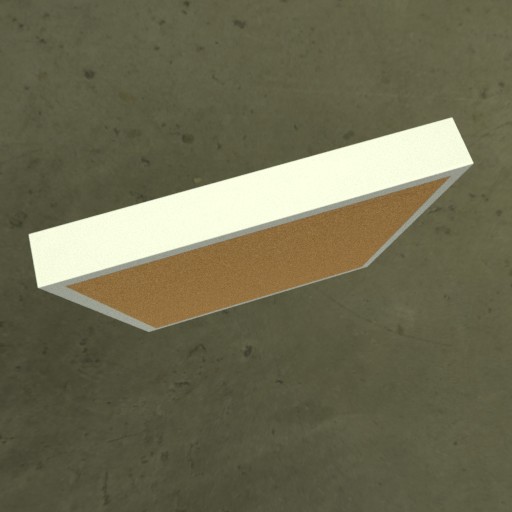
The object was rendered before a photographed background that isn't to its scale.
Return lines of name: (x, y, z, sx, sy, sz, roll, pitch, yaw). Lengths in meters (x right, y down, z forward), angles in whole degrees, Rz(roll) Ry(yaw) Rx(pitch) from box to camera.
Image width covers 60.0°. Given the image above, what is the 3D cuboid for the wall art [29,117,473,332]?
wall art: (0.000, 0.000, 0.448, 0.305, 0.305, 0.038, -16, 76, -4)
